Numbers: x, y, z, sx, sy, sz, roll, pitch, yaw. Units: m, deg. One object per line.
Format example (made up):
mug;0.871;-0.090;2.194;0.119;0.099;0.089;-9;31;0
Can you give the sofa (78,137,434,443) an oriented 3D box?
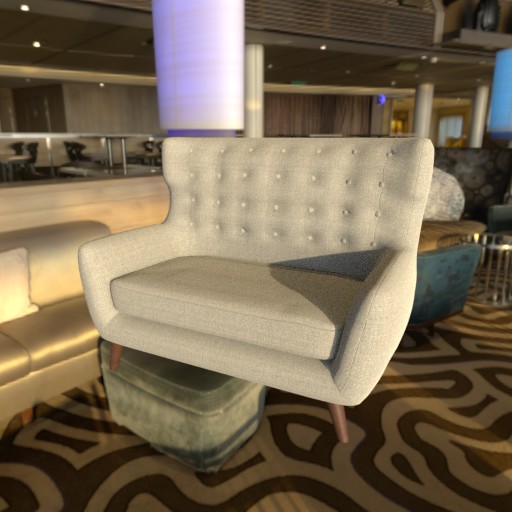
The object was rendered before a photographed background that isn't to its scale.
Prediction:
sofa;0.000;0.000;1.990;1.386;1.028;0.884;8;17;26
